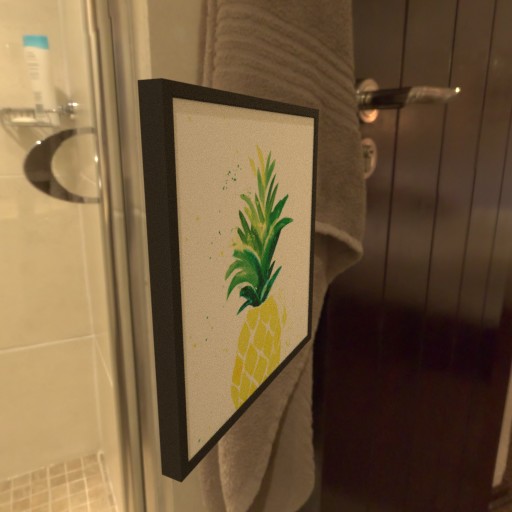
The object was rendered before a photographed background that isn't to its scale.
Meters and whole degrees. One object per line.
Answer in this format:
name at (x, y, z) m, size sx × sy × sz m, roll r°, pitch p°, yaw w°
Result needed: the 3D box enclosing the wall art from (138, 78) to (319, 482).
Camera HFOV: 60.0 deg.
wall art at (0.000, 0.000, 0.758) m, size 0.033 × 0.507 × 0.508 m, roll 7°, pitch 16°, yaw 26°
